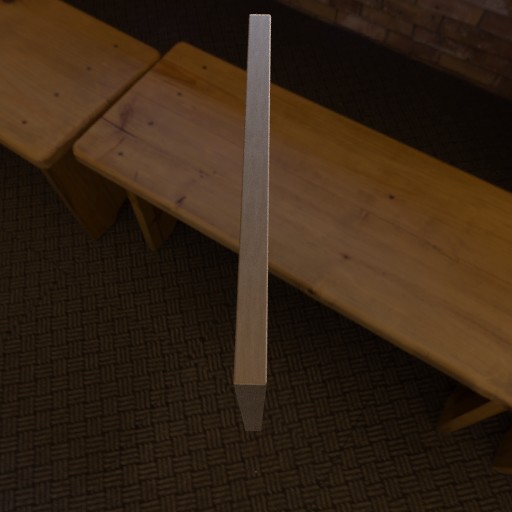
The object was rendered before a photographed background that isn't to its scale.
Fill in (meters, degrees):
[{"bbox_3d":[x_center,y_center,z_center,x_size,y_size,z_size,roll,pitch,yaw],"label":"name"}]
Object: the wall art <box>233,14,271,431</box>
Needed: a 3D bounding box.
[{"bbox_3d":[0.000,0.000,0.736,0.030,0.506,0.503,1,64,1],"label":"wall art"}]
